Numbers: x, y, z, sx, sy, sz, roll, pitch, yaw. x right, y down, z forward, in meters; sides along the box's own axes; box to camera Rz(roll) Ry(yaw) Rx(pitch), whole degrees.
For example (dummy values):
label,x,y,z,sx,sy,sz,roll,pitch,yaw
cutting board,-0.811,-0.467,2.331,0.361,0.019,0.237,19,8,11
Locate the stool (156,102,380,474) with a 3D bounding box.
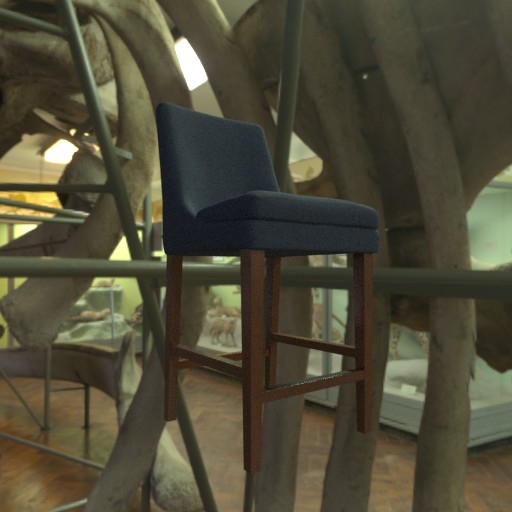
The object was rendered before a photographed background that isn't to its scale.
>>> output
label,x,y,z,sx,sy,sz,roll,pitch,yaw
stool,0.000,0.000,1.320,0.470,0.981,0.577,1,-2,-37
